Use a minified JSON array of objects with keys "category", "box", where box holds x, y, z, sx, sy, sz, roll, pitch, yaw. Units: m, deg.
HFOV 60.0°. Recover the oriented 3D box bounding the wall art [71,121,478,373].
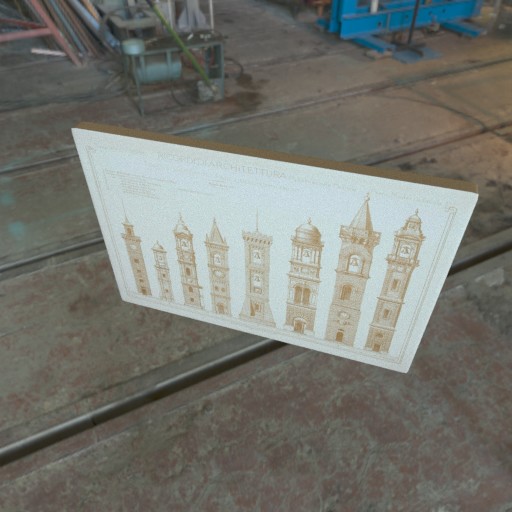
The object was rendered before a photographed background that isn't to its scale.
[{"category":"wall art","box":[0.000,0.000,0.487,0.380,0.254,0.019,12,43,13]}]
